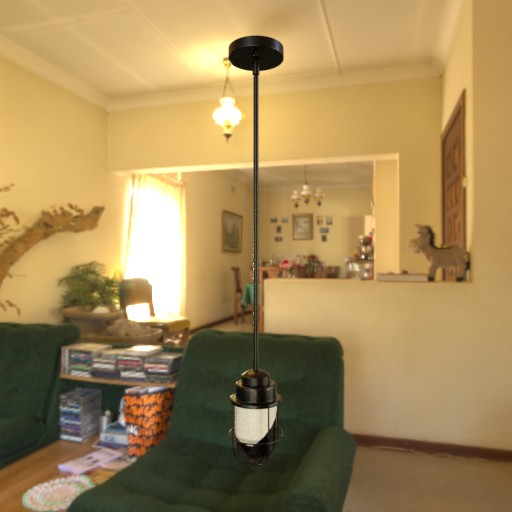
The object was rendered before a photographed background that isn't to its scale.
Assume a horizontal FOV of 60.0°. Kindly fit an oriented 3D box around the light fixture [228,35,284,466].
[{"bbox_3d":[0.000,0.000,0.982,0.123,0.920,0.123,0,-1,0],"label":"light fixture"}]
